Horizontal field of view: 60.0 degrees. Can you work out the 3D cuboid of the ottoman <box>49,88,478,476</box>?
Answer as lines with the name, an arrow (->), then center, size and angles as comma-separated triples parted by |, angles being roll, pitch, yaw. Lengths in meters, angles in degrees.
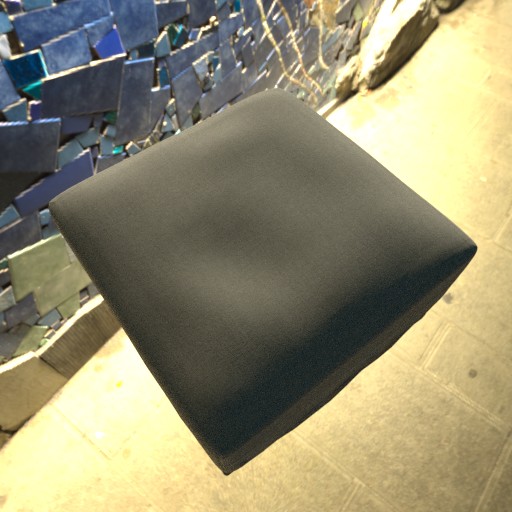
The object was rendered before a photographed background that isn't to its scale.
ottoman -> 0.000, 0.000, 1.298 | 0.843, 0.436, 0.840 | -33, 63, -19
